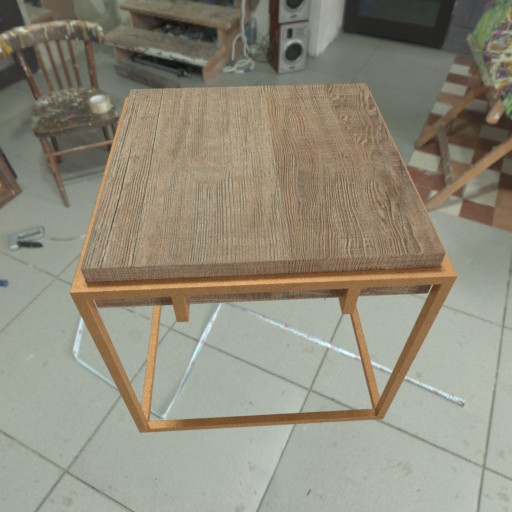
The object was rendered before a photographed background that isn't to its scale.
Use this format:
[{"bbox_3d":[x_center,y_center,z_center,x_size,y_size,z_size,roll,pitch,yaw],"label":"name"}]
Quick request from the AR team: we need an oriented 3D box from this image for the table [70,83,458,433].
[{"bbox_3d":[0.000,0.000,1.076,0.599,0.584,0.599,-2,47,-2],"label":"table"}]
